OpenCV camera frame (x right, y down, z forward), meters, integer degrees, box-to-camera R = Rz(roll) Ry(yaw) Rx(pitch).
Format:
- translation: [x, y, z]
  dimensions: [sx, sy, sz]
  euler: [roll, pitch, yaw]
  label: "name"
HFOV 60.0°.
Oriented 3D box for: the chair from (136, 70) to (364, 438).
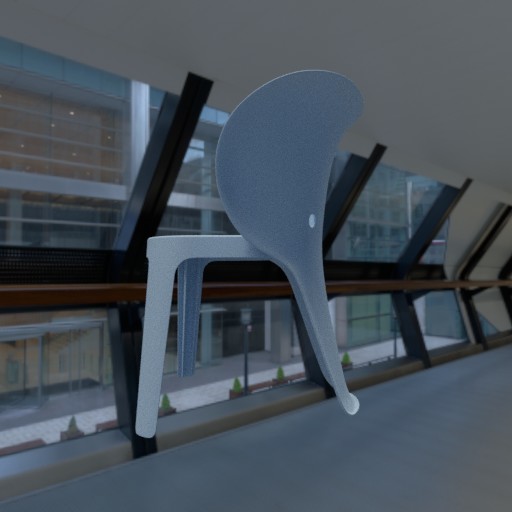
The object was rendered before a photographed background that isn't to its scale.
- translation: [0.000, 0.000, 0.854]
  dimensions: [0.402, 0.554, 0.451]
  euler: [0, -1, 1]
  label: "chair"
